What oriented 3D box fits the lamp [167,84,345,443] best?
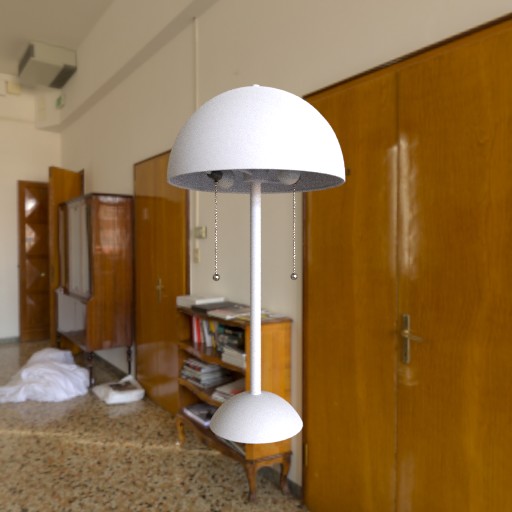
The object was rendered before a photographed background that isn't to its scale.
[{"bbox_3d":[0.000,0.000,0.435,0.171,0.330,0.171,0,1,0],"label":"lamp"}]
